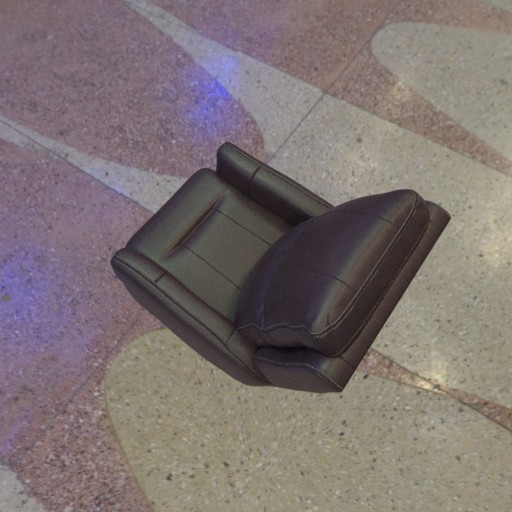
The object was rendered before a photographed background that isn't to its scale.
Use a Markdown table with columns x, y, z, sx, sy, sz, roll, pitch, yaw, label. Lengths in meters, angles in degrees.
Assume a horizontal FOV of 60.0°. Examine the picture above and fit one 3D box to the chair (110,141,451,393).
| x | y | z | sx | sy | sz | roll | pitch | yaw | label |
| --- | --- | --- | --- | --- | --- | --- | --- | --- | --- |
| 0.000 | 0.000 | 1.801 | 1.080 | 1.030 | 0.829 | 34 | 69 | 15 | chair |
